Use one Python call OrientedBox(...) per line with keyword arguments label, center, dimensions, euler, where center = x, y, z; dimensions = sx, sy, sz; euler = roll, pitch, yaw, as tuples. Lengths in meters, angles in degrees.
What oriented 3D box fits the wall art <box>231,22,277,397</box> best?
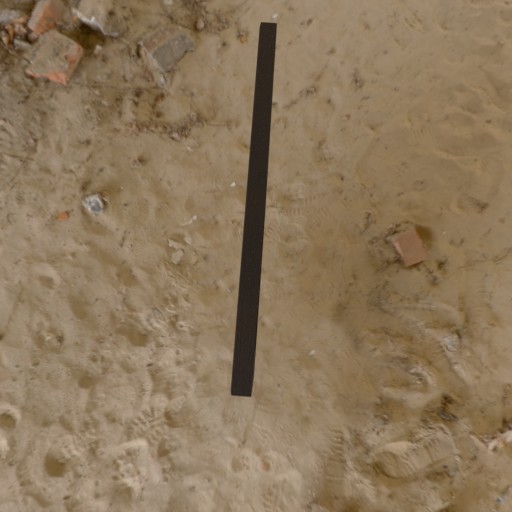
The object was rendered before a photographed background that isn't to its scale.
OrientedBox(label="wall art", center=(0.000, 0.000, 0.651), dimensions=(0.017, 0.513, 0.359), euler=(4, 77, 1))
